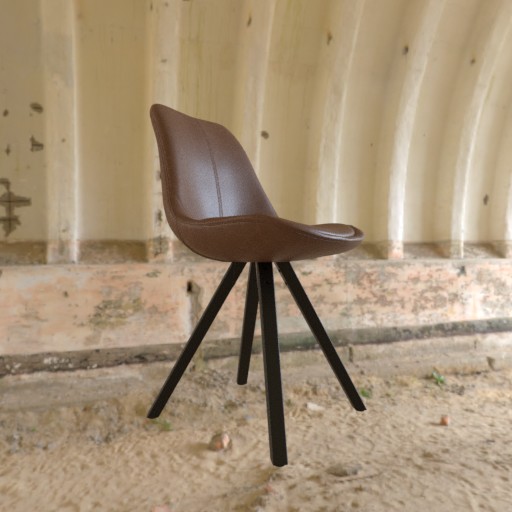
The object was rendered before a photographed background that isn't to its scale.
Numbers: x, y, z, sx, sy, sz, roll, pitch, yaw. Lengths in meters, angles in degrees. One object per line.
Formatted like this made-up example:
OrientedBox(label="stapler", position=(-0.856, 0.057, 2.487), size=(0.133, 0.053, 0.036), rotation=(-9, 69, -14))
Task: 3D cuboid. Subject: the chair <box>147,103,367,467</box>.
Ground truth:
OrientedBox(label="chair", position=(0.000, 0.000, 1.190), size=(0.550, 0.850, 0.475), rotation=(0, 1, 37))
